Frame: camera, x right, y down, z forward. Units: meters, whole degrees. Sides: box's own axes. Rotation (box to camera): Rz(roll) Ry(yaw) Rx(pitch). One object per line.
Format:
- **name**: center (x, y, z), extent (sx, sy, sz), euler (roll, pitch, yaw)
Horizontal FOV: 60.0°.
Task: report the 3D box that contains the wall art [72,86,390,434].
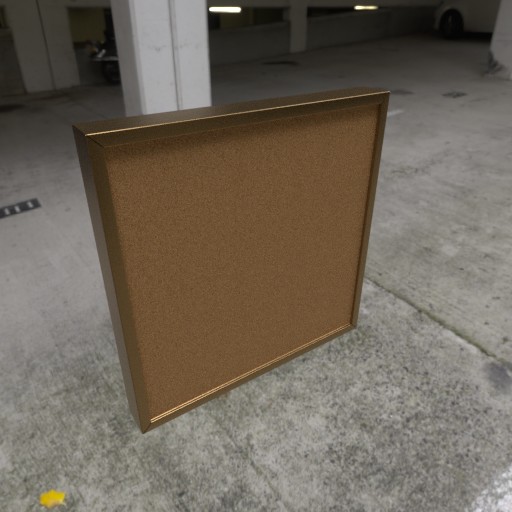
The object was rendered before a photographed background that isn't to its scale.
- **wall art**: center (0.000, 0.000, 0.464), extent (0.305, 0.305, 0.037), euler (-19, 35, -29)
